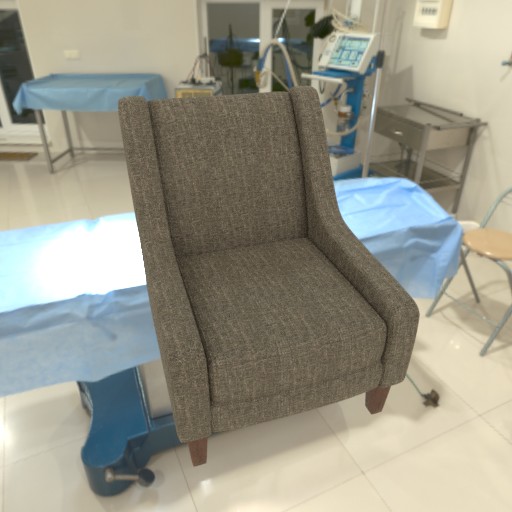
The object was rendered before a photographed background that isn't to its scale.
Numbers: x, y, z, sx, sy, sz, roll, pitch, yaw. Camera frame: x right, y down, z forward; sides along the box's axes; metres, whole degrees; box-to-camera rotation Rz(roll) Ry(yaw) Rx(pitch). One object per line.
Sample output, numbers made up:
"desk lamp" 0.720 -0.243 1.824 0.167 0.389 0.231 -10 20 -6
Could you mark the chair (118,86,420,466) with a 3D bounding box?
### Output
"chair" 0.000 0.000 1.628 0.793 1.012 0.944 -10 32 -16
